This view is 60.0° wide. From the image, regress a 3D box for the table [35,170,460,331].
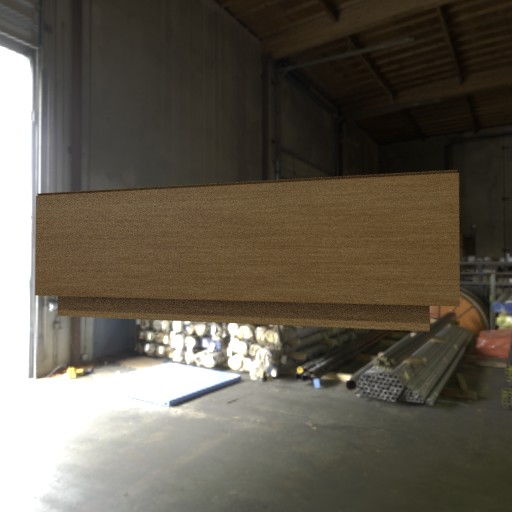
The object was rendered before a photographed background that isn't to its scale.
[{"bbox_3d":[0.000,0.000,1.429,1.110,0.353,0.678,0,-1,17],"label":"table"}]
